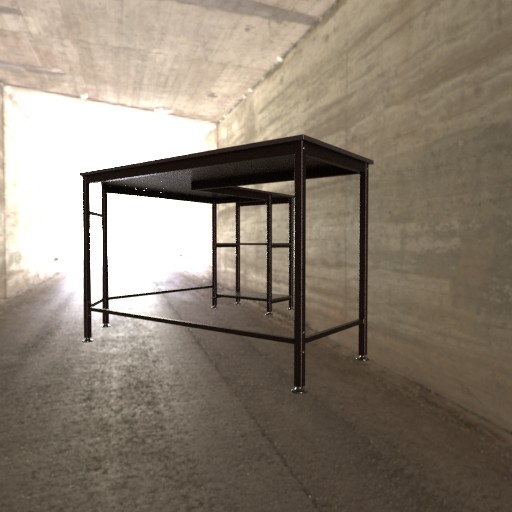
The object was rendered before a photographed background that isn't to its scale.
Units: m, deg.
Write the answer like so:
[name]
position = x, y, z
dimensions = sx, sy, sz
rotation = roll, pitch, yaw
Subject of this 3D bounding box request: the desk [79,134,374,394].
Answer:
[desk]
position = 0.000, 0.000, 2.216
dimensions = 1.379, 0.739, 1.379
rotation = 1, 2, 37
